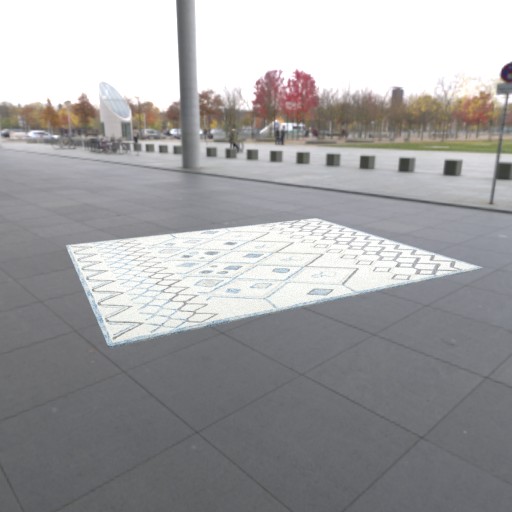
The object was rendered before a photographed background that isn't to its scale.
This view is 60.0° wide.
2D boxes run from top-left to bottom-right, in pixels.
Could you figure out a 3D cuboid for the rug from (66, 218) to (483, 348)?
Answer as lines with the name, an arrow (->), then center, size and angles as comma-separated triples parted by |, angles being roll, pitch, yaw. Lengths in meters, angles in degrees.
rug -> 0.000, 0.000, 4.099 | 3.056, 0.013, 2.441 | -8, 18, -26
